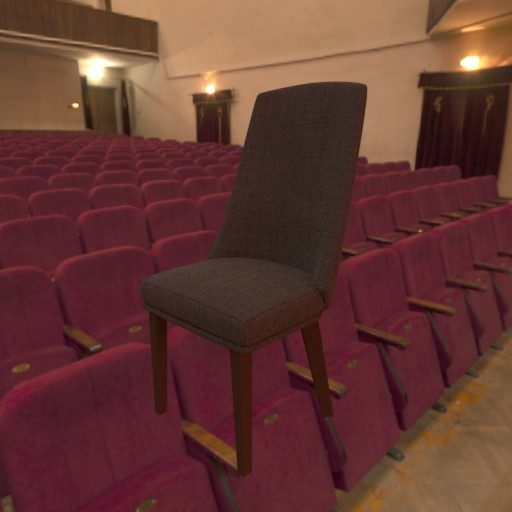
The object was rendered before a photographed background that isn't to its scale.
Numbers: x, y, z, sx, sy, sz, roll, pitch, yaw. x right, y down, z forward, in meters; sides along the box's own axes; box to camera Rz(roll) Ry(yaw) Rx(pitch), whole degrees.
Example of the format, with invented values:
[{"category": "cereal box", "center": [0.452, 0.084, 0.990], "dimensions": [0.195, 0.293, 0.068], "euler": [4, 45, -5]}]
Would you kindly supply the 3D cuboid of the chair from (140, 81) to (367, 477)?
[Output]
[{"category": "chair", "center": [0.000, 0.000, 1.369], "dimensions": [0.510, 1.050, 0.577], "euler": [14, 20, 42]}]
